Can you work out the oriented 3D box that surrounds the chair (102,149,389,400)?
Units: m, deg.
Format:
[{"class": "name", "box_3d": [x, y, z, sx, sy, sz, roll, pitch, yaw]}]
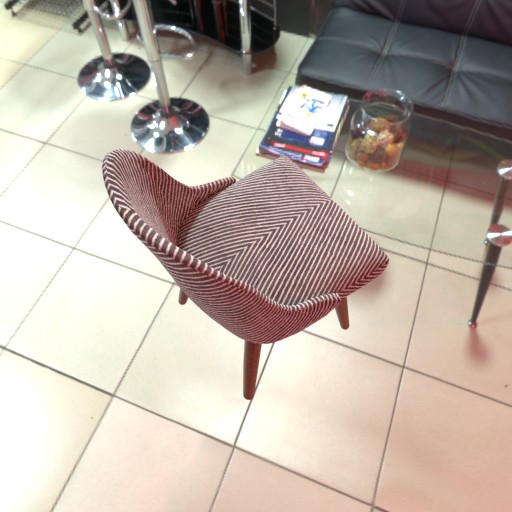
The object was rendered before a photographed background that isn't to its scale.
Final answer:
[{"class": "chair", "box_3d": [0.000, 0.000, 1.236, 0.591, 0.883, 0.504, -32, 64, -17]}]
